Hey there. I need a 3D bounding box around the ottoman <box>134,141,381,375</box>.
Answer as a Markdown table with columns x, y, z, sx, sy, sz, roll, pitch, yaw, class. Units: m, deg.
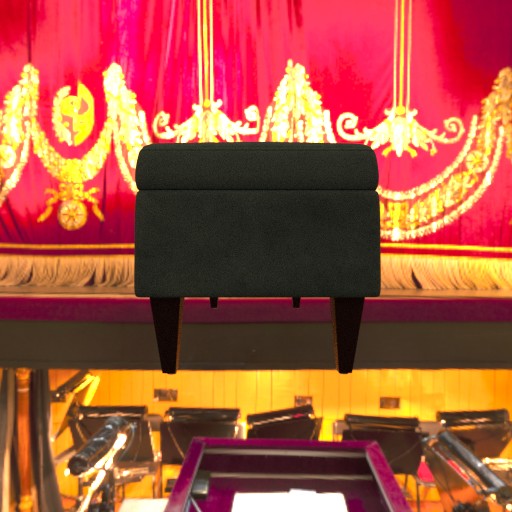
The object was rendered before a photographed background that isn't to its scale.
| x | y | z | sx | sy | sz | roll | pitch | yaw | class |
| --- | --- | --- | --- | --- | --- | --- | --- | --- | --- |
| 0.000 | 0.000 | 1.417 | 0.482 | 0.469 | 1.151 | 0 | 1 | 0 | ottoman |
